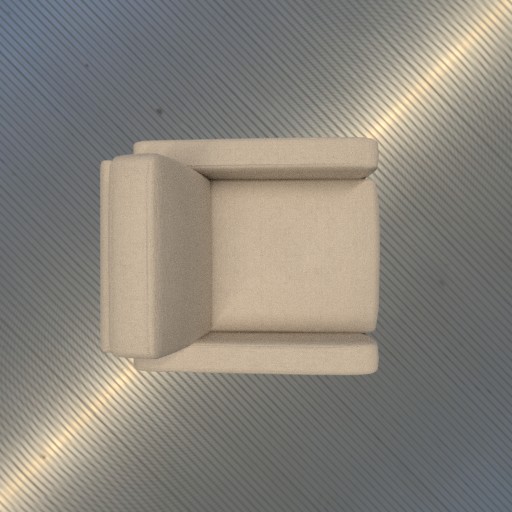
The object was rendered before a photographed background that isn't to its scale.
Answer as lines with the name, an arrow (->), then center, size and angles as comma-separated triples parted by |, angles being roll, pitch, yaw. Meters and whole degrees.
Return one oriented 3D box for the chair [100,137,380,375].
chair -> 0.000, 0.000, 1.537 | 0.888, 0.827, 0.755 | 0, 90, 0
